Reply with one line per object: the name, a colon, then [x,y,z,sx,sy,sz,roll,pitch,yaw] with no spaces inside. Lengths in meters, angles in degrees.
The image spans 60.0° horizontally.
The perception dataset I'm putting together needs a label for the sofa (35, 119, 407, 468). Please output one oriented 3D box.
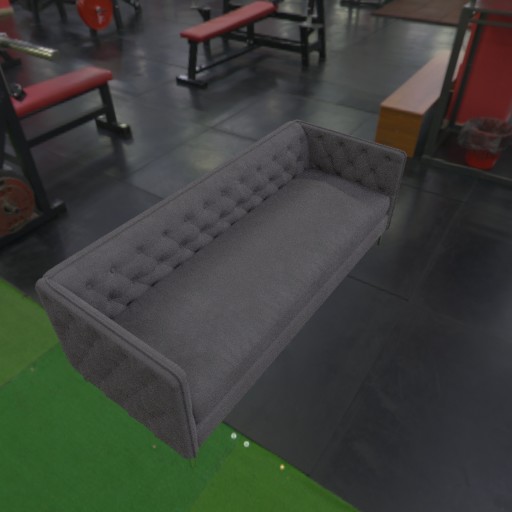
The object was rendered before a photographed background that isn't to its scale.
sofa: [0.000,0.000,2.663,0.895,0.771,2.209,26,47,27]
